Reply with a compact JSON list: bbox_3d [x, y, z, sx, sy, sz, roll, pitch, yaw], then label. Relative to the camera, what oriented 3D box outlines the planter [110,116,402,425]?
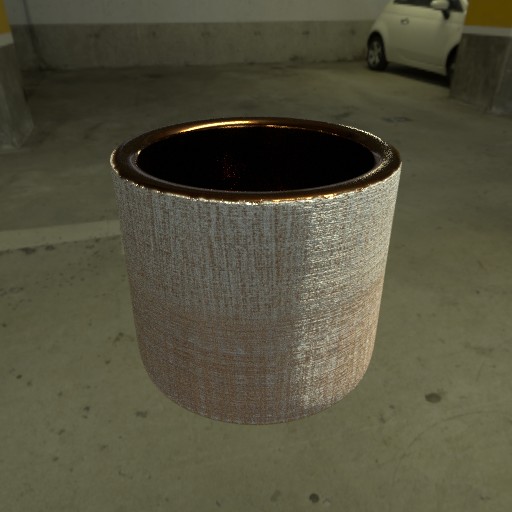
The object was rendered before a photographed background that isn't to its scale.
[{"bbox_3d":[0.000,0.000,0.313,0.177,0.157,0.177,0,30,0],"label":"planter"}]
